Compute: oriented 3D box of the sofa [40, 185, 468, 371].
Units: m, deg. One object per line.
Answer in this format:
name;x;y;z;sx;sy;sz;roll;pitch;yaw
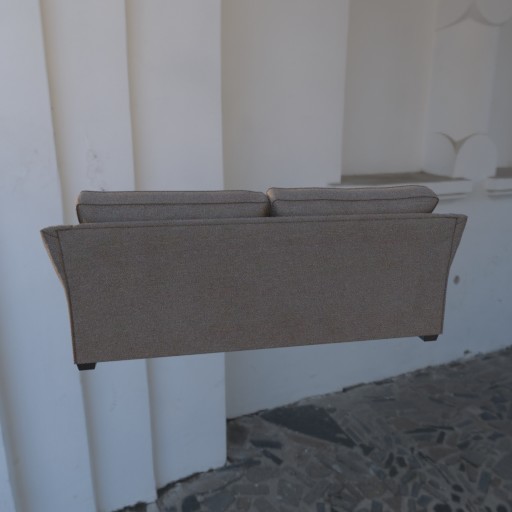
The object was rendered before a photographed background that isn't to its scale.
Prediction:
sofa;0.000;0.000;2.795;2.270;0.906;0.986;-3;14;-10
